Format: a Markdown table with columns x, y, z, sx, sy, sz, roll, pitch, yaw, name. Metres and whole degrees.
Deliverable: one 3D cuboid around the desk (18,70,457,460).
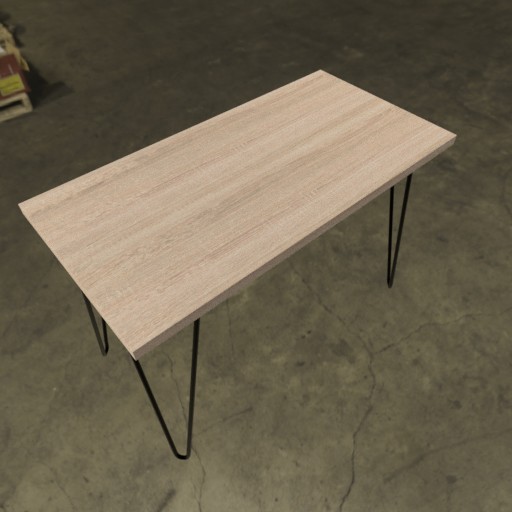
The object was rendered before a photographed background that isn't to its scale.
| x | y | z | sx | sy | sz | roll | pitch | yaw | name |
| --- | --- | --- | --- | --- | --- | --- | --- | --- | --- |
| 0.000 | 0.000 | 1.339 | 0.991 | 0.660 | 0.499 | -33 | 56 | -26 | desk |
